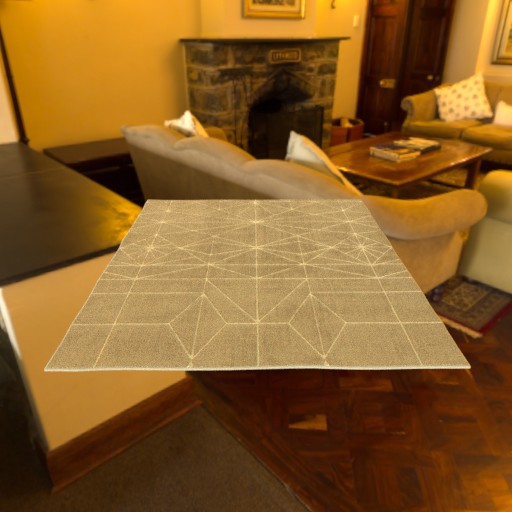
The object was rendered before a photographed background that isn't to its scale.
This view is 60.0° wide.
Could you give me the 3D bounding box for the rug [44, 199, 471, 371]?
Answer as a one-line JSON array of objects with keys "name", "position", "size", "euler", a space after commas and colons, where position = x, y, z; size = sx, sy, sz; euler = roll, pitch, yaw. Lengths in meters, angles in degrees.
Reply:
[{"name": "rug", "position": [0.000, 0.000, 0.851], "size": [0.548, 0.006, 0.639], "euler": [0, 27, 0]}]
